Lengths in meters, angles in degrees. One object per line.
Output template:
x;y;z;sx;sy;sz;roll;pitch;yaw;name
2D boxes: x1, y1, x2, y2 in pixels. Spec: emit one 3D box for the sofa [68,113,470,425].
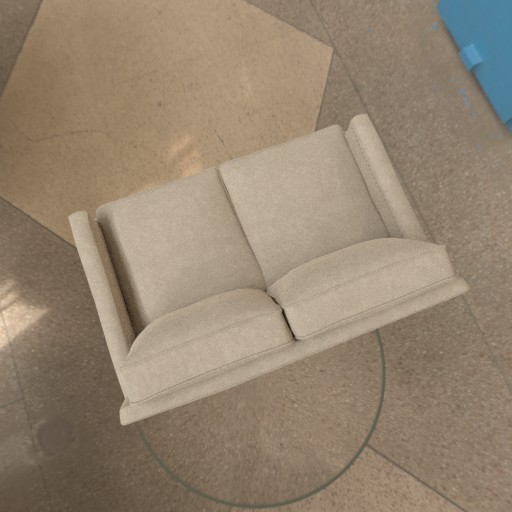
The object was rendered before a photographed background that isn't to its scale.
0.000;0.000;2.220;1.597;1.002;1.084;-20;77;-5;sofa
